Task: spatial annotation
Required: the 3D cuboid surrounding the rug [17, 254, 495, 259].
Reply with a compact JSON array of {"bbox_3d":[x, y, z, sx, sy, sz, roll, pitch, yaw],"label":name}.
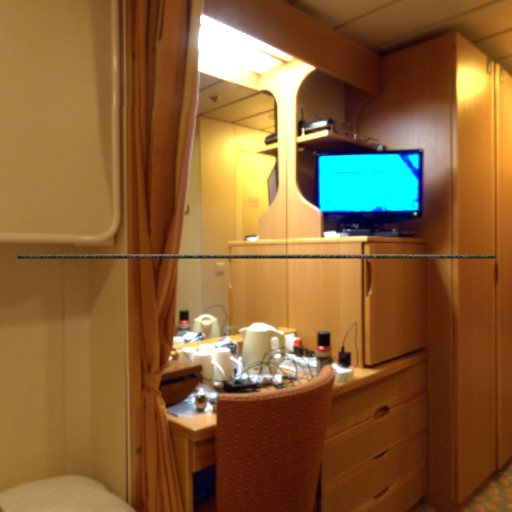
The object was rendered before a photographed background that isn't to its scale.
[{"bbox_3d":[0.000,0.000,2.892,2.330,0.017,1.478,0,0,-1],"label":"rug"}]
